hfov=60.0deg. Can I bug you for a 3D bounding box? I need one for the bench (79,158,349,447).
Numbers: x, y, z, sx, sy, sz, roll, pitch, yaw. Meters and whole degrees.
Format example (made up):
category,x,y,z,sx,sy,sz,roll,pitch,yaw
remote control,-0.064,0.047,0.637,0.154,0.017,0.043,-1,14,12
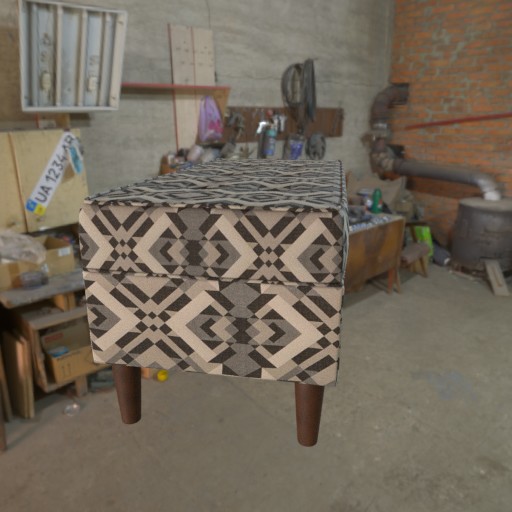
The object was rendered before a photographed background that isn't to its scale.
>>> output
category,x,y,z,sx,sy,sz,roll,pitch,yaw
bench,0.000,0.000,1.279,0.492,0.477,1.016,3,17,10
